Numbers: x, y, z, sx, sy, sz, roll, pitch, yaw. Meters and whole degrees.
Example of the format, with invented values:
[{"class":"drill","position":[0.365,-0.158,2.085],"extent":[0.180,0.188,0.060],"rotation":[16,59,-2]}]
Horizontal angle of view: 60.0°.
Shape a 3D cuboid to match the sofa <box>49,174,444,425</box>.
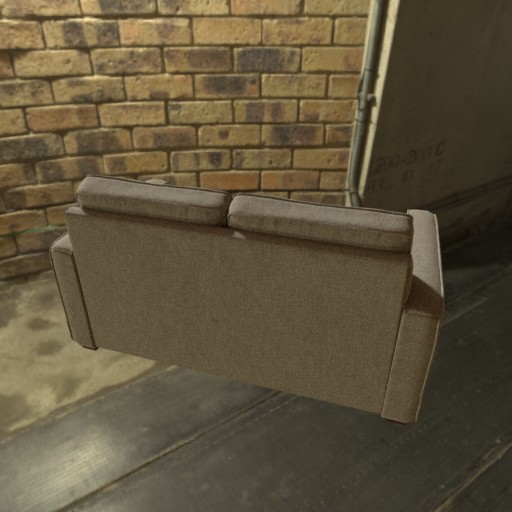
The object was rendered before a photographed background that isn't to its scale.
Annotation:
[{"class":"sofa","position":[0.000,0.000,2.219],"extent":[1.706,0.915,0.945],"rotation":[9,31,15]}]
